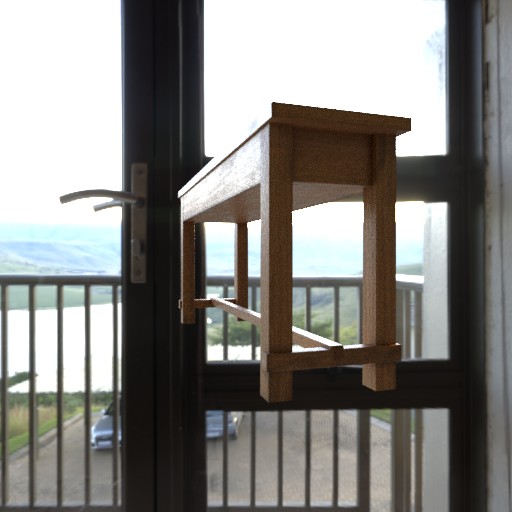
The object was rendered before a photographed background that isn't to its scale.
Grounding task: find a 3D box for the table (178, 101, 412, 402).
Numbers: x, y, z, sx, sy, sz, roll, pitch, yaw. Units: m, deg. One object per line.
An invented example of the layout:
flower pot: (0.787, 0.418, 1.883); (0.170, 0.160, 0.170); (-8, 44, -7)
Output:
table: (0.000, 0.000, 1.919); (0.442, 0.762, 1.599); (0, 0, -18)
